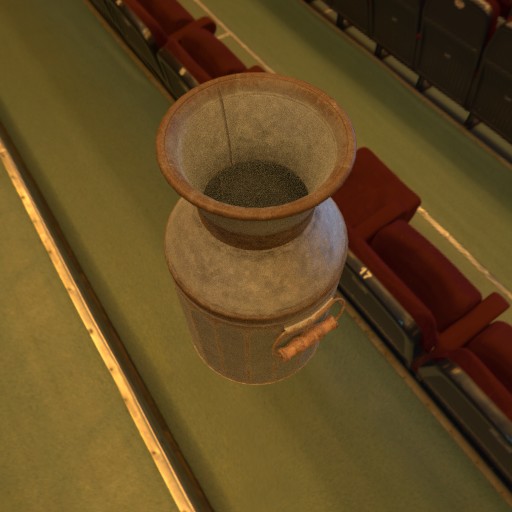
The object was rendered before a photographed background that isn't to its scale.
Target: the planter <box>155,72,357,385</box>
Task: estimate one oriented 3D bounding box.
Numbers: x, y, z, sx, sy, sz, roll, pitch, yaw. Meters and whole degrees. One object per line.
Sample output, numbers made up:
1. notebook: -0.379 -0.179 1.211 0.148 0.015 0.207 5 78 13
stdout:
1. planter: 0.000 0.000 0.544 0.214 0.396 0.245 -31 64 -17
